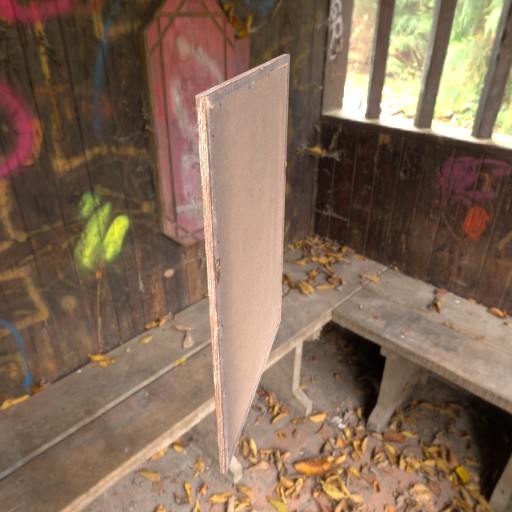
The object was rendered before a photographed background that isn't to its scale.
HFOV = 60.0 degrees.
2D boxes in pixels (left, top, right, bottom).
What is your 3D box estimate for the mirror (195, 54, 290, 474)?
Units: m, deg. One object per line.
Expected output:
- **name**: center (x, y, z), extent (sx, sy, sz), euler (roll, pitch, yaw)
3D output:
- **mirror**: center (0.000, 0.000, 1.271), extent (0.025, 0.996, 0.705), euler (8, 31, 13)
